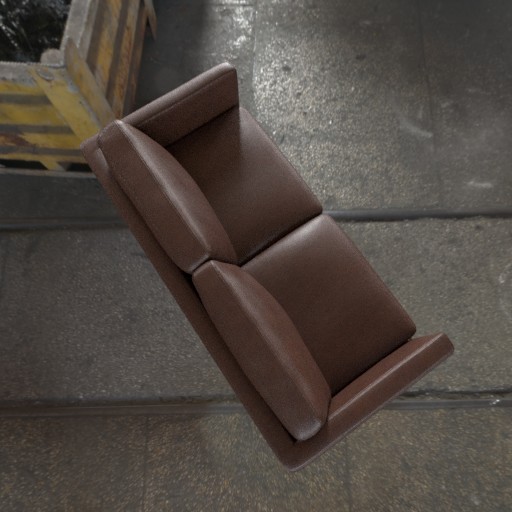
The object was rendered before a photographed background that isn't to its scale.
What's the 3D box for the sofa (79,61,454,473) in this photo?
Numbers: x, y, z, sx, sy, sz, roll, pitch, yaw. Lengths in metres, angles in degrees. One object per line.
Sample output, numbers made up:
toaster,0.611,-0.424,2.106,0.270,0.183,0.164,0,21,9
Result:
sofa,0.000,0.000,2.387,0.951,0.933,1.883,-33,77,-9
